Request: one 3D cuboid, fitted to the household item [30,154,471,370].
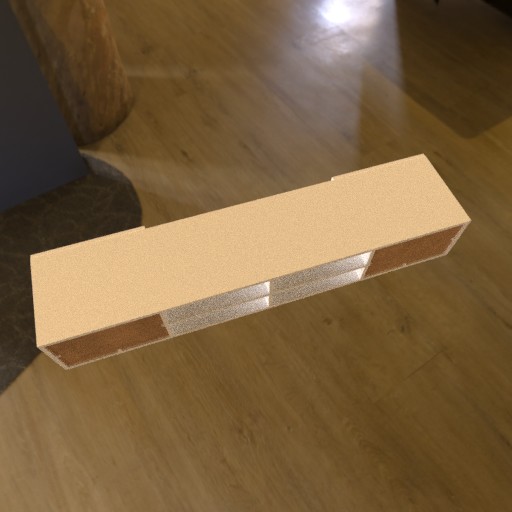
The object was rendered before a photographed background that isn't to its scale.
[{"bbox_3d":[0.000,0.000,2.031,1.850,0.310,0.420,-16,60,-9],"label":"household item"}]
